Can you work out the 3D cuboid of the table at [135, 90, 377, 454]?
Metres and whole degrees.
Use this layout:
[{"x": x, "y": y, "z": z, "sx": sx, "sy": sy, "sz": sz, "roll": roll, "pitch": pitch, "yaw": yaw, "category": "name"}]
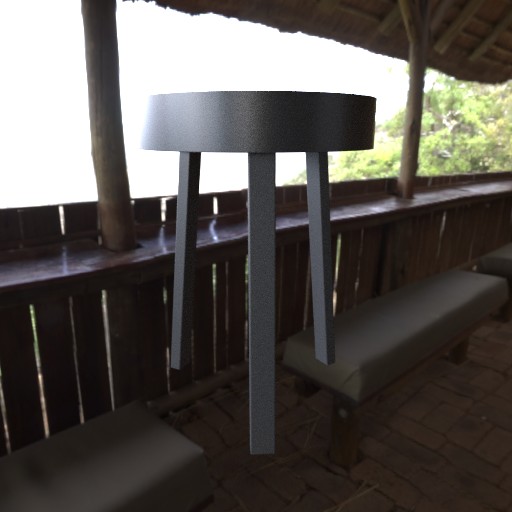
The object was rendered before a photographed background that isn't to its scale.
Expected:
[{"x": 0.000, "y": 0.000, "z": 0.843, "sx": 0.406, "sy": 0.559, "sz": 0.406, "roll": 0, "pitch": 16, "yaw": 0, "category": "table"}]
